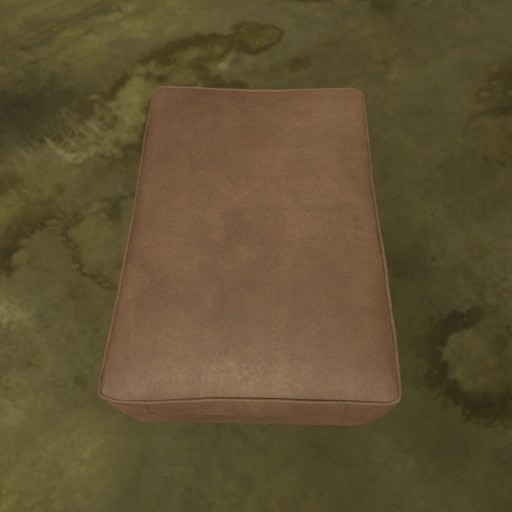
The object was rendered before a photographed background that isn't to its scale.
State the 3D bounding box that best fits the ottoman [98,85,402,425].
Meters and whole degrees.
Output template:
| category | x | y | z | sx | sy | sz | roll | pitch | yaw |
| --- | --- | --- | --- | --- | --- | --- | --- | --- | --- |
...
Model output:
| category | x | y | z | sx | sy | sz | roll | pitch | yaw |
| --- | --- | --- | --- | --- | --- | --- | --- | --- | --- |
| ottoman | 0.000 | 0.000 | 1.191 | 0.596 | 0.481 | 0.860 | 1 | 62 | 0 |
